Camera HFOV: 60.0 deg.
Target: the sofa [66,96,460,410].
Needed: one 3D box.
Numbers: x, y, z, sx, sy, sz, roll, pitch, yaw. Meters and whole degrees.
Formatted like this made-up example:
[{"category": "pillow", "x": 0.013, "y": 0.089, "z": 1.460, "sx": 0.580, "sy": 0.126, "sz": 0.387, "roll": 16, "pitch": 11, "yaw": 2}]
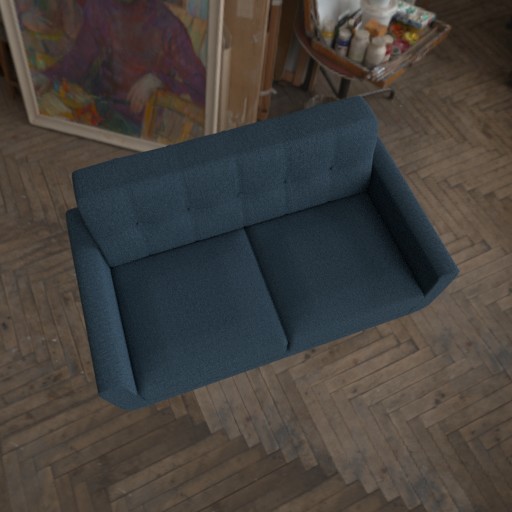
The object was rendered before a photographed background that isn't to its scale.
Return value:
[{"category": "sofa", "x": 0.000, "y": 0.000, "z": 2.201, "sx": 1.651, "sy": 0.896, "sz": 0.942, "roll": -17, "pitch": 65, "yaw": -9}]
